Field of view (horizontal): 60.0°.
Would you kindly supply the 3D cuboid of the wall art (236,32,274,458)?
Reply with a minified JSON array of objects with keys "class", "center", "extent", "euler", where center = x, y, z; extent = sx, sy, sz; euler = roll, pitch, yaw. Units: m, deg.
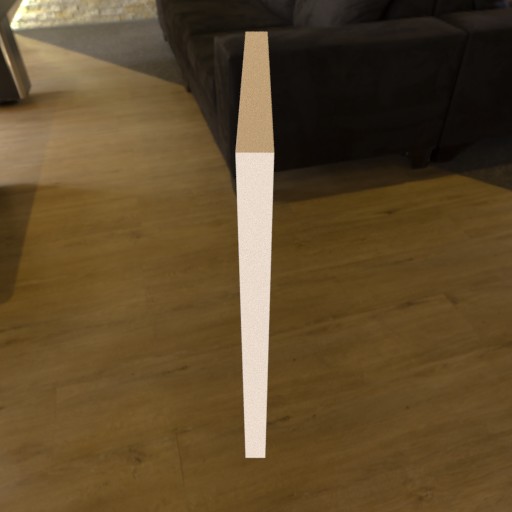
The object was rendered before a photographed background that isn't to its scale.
[{"class":"wall art","center":[0.000,0.000,0.826],"extent":[0.038,0.657,0.450],"euler":[0,41,0]}]
